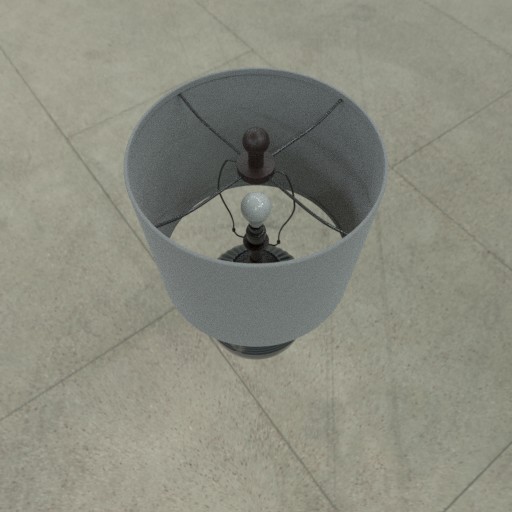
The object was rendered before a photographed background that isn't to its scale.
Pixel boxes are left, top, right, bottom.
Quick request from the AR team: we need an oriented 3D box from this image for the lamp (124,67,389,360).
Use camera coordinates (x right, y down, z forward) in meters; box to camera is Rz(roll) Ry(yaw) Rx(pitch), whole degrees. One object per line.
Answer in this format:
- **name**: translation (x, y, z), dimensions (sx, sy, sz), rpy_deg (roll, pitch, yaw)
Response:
- **lamp**: translation (0.000, 0.000, 0.751), dimensions (0.318, 0.567, 0.318), rpy_deg (0, 60, 0)
